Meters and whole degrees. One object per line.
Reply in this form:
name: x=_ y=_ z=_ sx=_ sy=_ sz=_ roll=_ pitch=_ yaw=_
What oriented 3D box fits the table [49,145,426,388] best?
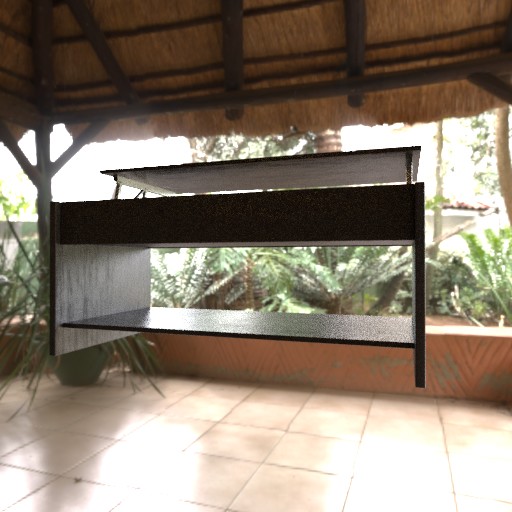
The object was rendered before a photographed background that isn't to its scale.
table: x=0.000 y=0.000 z=1.437 sx=1.000 sy=0.570 sz=0.712 roll=0 pitch=0 yaw=19
